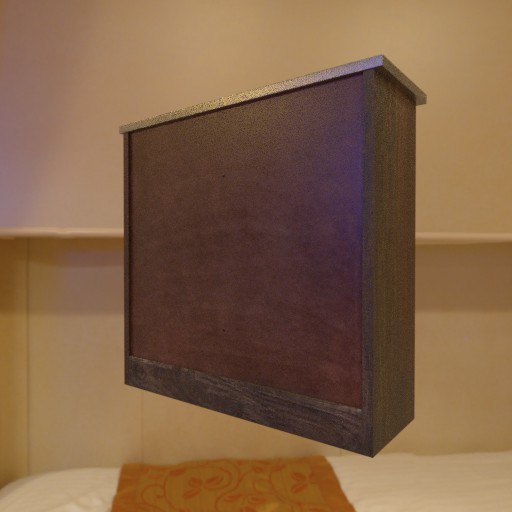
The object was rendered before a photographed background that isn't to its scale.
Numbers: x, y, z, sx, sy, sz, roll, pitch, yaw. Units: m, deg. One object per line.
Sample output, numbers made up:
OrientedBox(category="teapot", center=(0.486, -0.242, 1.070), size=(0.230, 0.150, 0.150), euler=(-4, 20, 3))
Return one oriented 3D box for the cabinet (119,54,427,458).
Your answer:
OrientedBox(category="cabinet", center=(0.000, 0.000, 1.426), size=(0.968, 0.919, 0.338), euler=(1, 1, 37))
